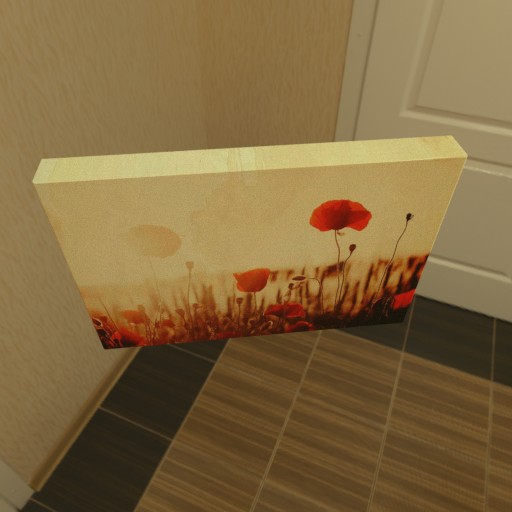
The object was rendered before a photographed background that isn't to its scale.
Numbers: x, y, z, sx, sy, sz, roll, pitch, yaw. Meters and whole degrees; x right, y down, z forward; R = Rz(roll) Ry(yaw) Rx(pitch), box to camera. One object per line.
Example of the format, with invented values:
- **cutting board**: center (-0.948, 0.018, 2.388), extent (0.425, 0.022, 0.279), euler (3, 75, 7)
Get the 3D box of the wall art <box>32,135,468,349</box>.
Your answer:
- **wall art**: center (0.000, 0.000, 0.487), extent (0.383, 0.251, 0.037), euler (-4, 45, -4)
